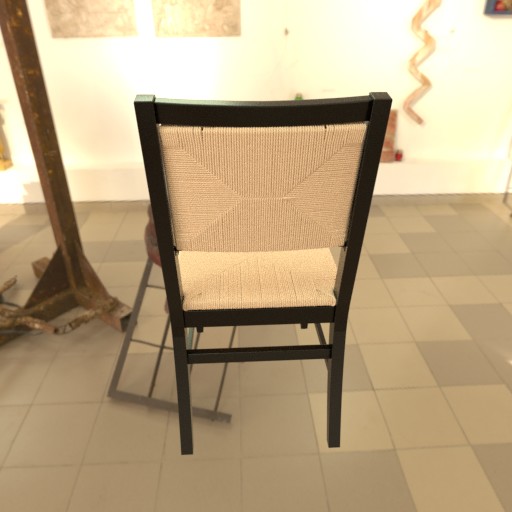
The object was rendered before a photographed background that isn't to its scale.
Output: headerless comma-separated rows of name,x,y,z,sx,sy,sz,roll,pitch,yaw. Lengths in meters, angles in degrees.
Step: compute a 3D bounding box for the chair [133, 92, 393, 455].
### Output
chair,0.000,0.000,1.200,0.437,0.927,0.552,-2,30,-3
